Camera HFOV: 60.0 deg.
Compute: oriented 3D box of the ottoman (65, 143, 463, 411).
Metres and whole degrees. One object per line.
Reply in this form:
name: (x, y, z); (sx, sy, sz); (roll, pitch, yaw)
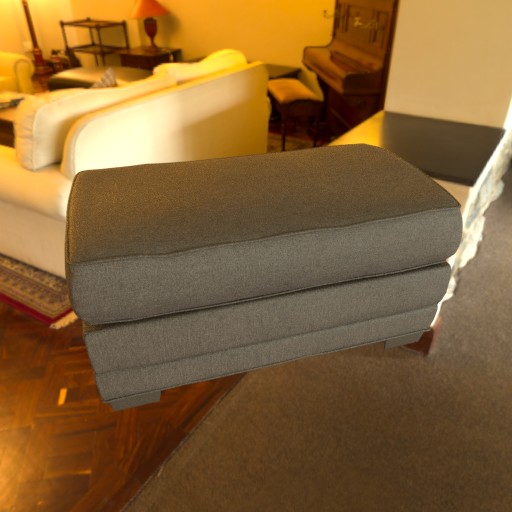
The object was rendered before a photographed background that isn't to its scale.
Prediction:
ottoman: (0.000, 0.000, 1.159); (0.864, 0.448, 0.490); (-9, 34, -14)
